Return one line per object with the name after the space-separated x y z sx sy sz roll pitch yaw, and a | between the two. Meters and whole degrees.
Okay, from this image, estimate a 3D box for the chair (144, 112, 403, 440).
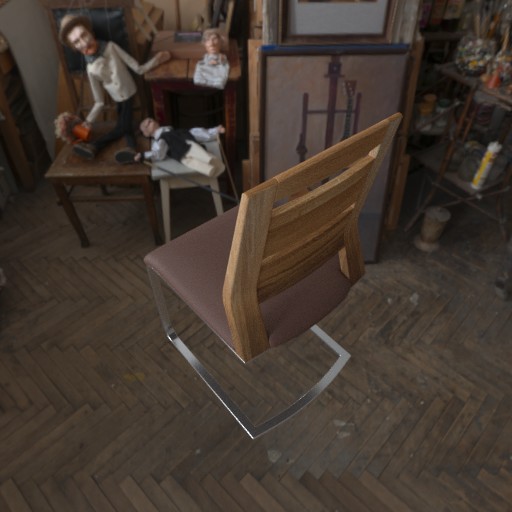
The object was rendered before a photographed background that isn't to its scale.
0.000 0.000 1.279 0.460 0.970 0.570 -31 54 -27 | chair
